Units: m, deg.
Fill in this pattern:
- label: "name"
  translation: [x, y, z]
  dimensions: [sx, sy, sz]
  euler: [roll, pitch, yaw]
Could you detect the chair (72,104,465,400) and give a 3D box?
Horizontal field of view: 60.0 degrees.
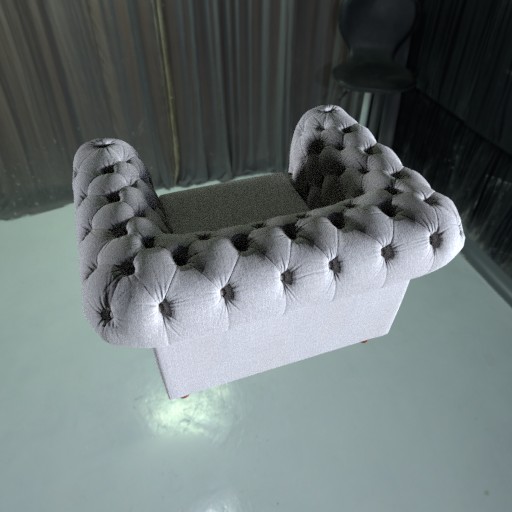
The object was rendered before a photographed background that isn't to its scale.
- label: "chair"
  translation: [0.000, 0.000, 1.803]
  dimensions: [1.270, 0.770, 0.976]
  euler: [-13, 43, -14]
